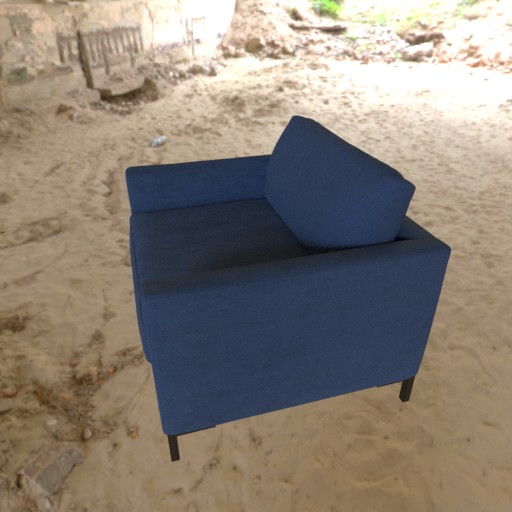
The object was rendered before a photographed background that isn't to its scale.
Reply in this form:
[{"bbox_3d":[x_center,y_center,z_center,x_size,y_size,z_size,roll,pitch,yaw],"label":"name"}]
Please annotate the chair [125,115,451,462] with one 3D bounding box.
[{"bbox_3d":[0.000,0.000,1.609,0.875,0.812,0.964,-9,32,-14],"label":"chair"}]
